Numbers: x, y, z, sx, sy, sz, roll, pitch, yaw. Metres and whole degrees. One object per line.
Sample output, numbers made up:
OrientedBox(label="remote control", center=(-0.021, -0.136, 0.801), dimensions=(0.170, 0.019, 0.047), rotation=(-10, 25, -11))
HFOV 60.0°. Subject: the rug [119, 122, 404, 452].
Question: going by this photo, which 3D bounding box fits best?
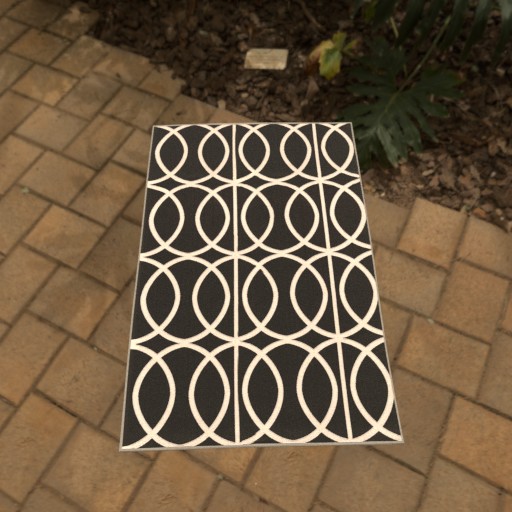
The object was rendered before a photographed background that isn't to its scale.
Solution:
OrientedBox(label="rug", center=(0.000, 0.000, 2.873), dimensions=(1.528, 0.014, 2.294), rotation=(-1, 63, -1))
